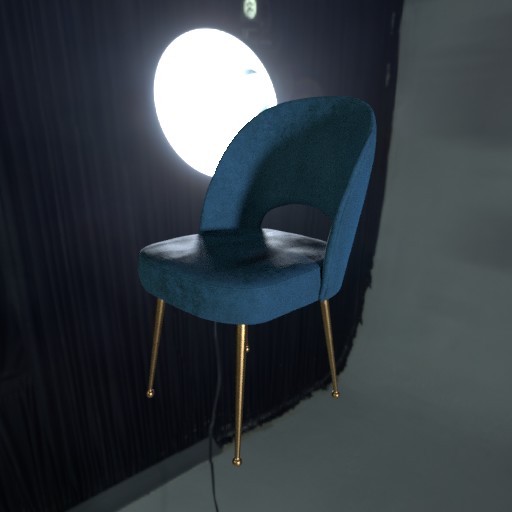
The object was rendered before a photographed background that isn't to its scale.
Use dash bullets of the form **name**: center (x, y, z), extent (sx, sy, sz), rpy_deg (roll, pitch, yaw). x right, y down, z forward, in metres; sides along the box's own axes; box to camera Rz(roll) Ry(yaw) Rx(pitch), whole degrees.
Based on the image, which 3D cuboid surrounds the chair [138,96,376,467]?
- **chair**: center (0.000, 0.000, 1.235), extent (0.577, 0.860, 0.527), rpy_deg (-15, 23, -42)
